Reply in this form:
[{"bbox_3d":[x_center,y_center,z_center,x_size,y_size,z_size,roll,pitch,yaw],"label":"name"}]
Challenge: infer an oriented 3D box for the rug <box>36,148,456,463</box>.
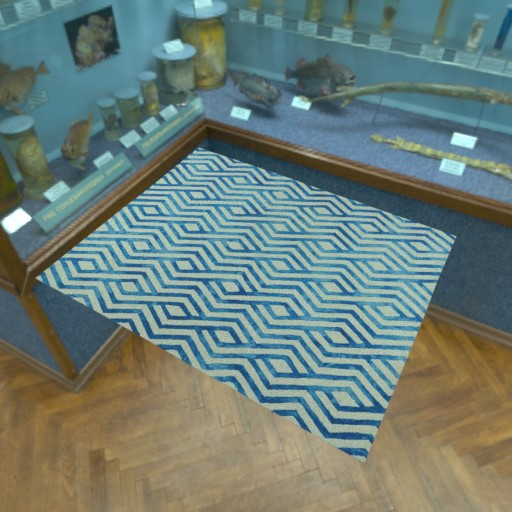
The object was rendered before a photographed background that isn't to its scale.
[{"bbox_3d":[0.000,0.000,4.092,3.059,0.008,2.453,23,50,21],"label":"rug"}]
